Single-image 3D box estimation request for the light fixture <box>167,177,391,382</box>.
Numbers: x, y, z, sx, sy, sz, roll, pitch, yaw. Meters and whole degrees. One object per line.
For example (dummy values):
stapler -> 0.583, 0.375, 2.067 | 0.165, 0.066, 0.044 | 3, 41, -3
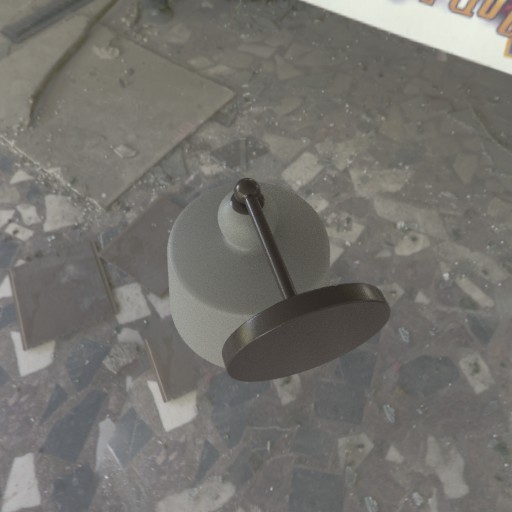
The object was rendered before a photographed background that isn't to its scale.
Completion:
light fixture -> 0.000, 0.000, 0.445 | 0.204, 0.268, 0.254 | -15, 60, -9
